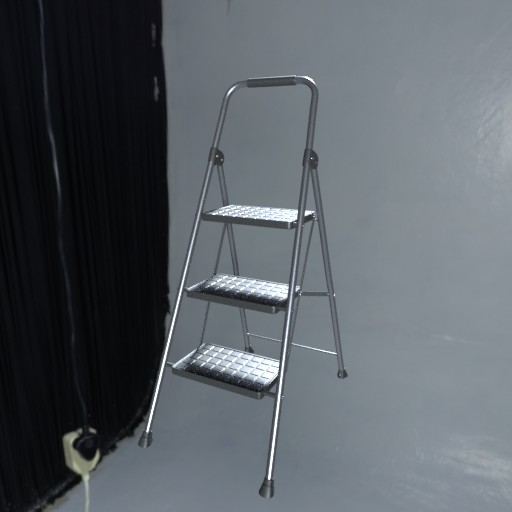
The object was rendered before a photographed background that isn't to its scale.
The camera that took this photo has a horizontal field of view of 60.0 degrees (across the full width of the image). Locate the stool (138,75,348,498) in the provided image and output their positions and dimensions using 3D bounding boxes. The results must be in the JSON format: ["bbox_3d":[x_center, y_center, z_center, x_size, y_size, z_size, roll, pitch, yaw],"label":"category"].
[{"bbox_3d":[0.000,0.000,1.458,0.473,1.121,0.733,8,17,27],"label":"stool"}]
